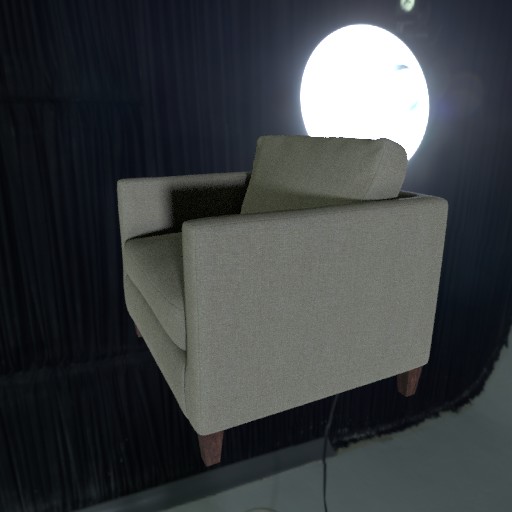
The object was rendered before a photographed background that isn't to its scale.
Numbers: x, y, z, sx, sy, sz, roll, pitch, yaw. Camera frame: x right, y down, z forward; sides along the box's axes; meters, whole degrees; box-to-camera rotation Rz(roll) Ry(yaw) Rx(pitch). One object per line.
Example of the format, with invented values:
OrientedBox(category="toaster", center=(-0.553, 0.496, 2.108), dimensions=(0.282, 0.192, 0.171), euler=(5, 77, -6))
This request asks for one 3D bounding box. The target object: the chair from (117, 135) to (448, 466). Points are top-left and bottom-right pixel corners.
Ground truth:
OrientedBox(category="chair", center=(0.000, 0.000, 1.831), dimensions=(0.959, 0.963, 1.107), euler=(-8, 19, -25))
